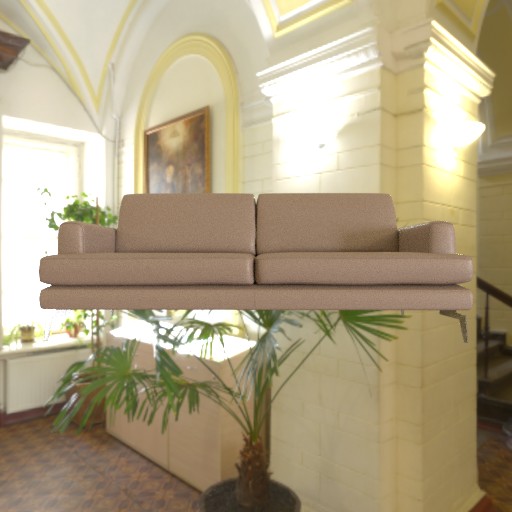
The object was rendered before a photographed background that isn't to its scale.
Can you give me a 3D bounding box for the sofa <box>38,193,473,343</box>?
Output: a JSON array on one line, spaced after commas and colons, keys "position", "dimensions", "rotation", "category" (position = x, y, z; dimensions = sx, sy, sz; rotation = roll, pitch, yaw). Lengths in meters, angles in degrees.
[{"position": [0.000, 0.000, 2.428], "dimensions": [1.940, 0.765, 0.974], "rotation": [0, 0, 1], "category": "sofa"}]
